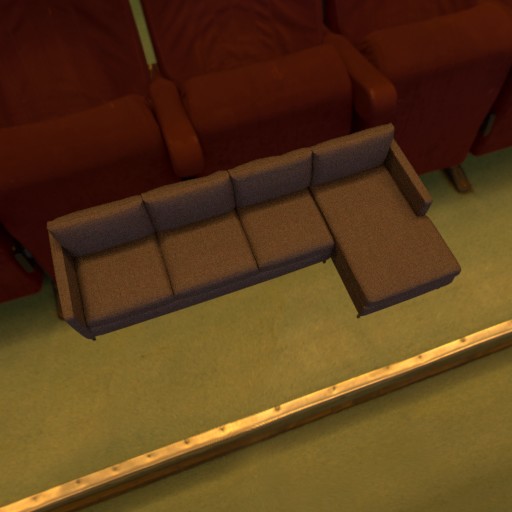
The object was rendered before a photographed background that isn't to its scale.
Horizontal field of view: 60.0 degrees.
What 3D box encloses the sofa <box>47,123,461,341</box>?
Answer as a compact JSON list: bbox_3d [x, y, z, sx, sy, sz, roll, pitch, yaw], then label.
[{"bbox_3d":[0.000,0.000,3.804,3.221,0.892,1.483,-18,65,-9],"label":"sofa"}]
